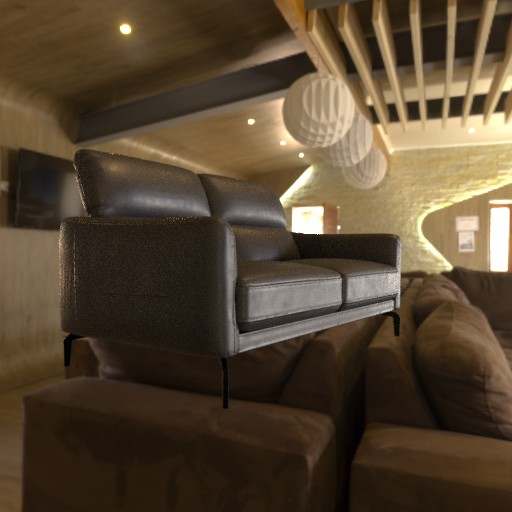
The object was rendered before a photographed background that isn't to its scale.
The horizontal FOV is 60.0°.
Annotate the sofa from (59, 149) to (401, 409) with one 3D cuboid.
[{"bbox_3d":[0.000,0.000,2.162,0.958,0.920,1.596,0,0,37],"label":"sofa"}]
